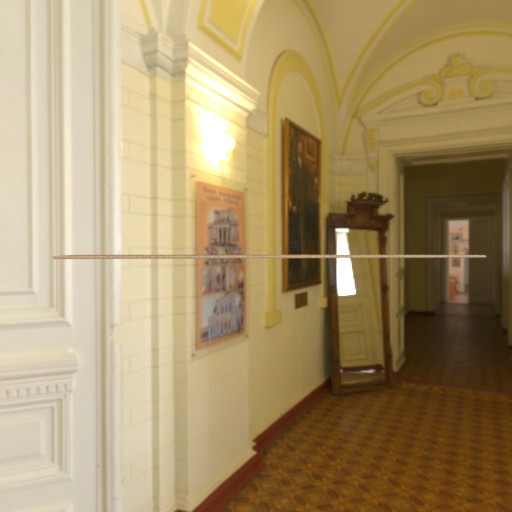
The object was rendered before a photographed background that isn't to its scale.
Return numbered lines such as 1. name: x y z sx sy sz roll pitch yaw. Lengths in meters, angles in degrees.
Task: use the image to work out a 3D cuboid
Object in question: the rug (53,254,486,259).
1. rug: 0.000 0.000 2.903 2.294 0.014 1.528 0 0 -18
